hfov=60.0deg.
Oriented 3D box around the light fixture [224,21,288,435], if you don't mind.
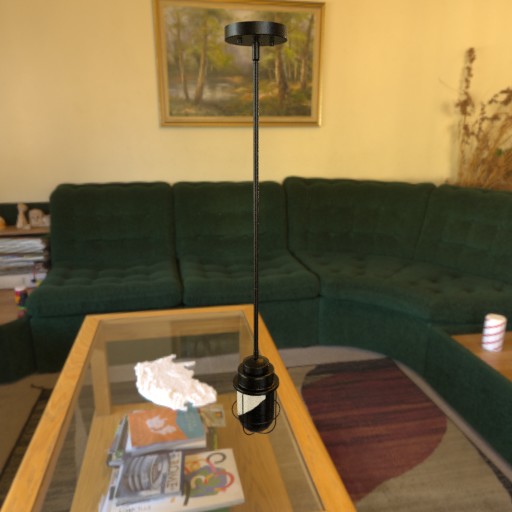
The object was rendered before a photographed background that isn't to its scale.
[{"bbox_3d":[0.000,0.000,0.988,0.123,0.920,0.123,-8,18,-27],"label":"light fixture"}]
